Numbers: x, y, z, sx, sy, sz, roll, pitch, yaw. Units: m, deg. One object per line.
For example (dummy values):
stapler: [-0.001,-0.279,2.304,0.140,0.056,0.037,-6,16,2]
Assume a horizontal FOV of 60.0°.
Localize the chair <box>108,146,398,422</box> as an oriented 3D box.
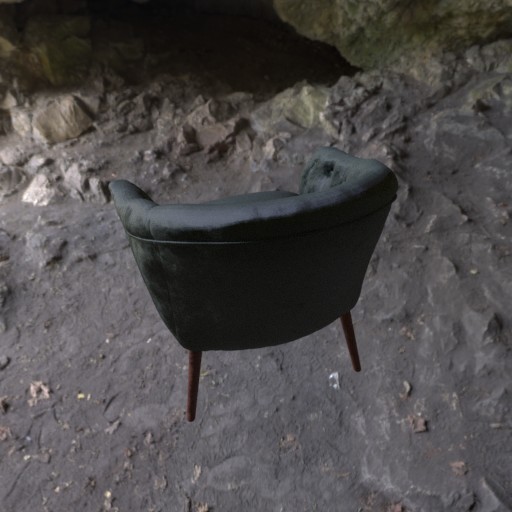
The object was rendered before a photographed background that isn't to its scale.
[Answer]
chair: [0.000,0.000,1.495,0.851,0.885,0.776,-12,43,-14]
